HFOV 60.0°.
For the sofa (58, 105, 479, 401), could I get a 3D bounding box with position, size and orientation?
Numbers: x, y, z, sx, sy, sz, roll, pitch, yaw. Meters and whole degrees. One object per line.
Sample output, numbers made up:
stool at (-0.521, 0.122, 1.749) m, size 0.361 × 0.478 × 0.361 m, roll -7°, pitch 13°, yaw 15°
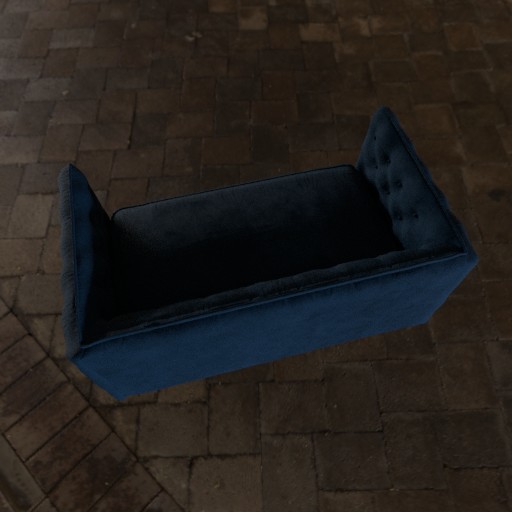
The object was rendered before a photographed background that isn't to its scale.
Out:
sofa at (0.000, 0.000, 2.118) m, size 1.583 × 0.810 × 0.909 m, roll -13°, pitch 61°, yaw -7°
